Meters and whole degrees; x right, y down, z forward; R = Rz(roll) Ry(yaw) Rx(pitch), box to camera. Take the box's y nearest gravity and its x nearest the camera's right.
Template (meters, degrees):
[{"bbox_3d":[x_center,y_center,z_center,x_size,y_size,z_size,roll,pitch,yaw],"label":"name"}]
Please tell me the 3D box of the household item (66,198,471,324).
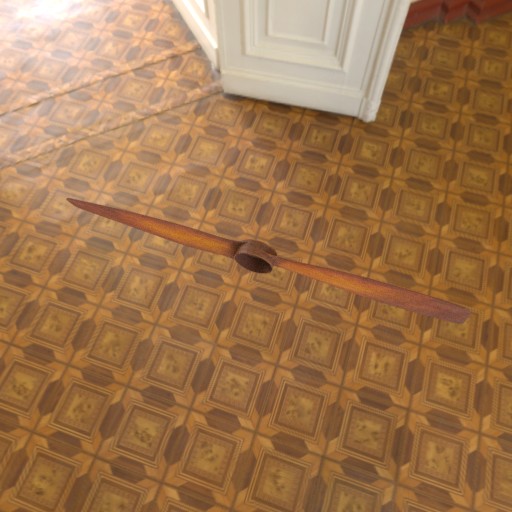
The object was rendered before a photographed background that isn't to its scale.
[{"bbox_3d":[0.000,0.000,1.256,1.181,0.121,0.051,16,65,8],"label":"household item"}]
